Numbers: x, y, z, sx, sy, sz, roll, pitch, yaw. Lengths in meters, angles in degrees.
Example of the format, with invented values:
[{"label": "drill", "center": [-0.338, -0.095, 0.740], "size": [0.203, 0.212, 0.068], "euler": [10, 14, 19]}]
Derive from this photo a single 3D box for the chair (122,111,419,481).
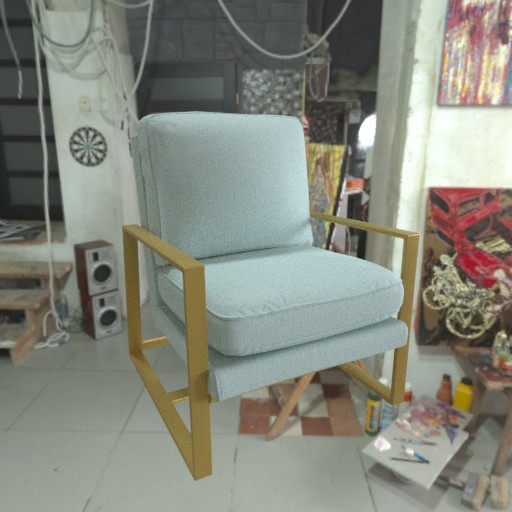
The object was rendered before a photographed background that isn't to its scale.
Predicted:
[{"label": "chair", "center": [0.000, 0.000, 1.523], "size": [0.758, 0.956, 0.813], "euler": [-8, 18, -27]}]
